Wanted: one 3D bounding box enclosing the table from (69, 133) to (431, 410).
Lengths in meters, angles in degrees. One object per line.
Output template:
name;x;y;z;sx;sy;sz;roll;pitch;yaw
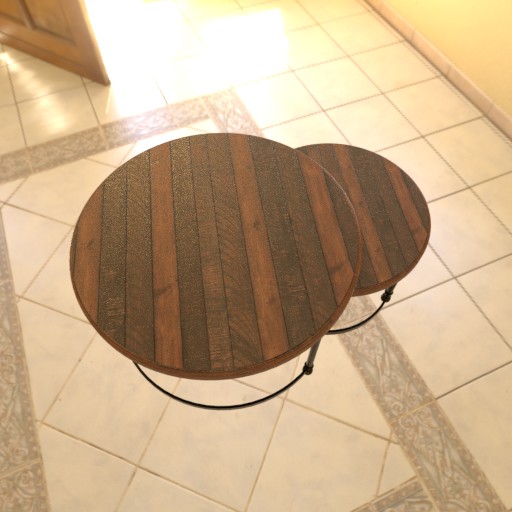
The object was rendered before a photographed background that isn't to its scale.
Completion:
table;0.000;0.000;1.588;1.152;0.516;0.870;-29;62;-17
